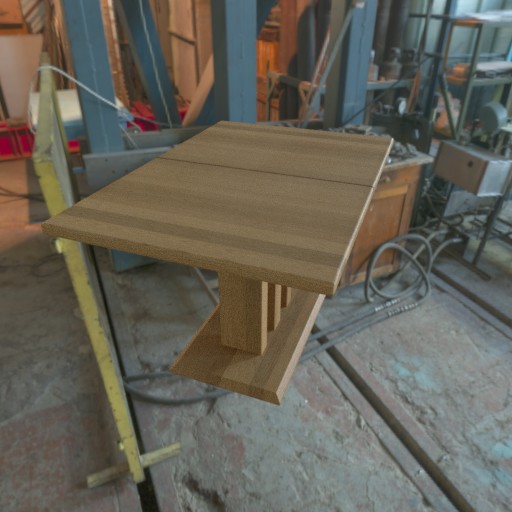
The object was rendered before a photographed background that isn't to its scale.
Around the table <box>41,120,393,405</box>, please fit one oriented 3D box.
[{"bbox_3d":[0.000,0.000,1.913,0.900,0.770,1.300,11,33,18],"label":"table"}]
